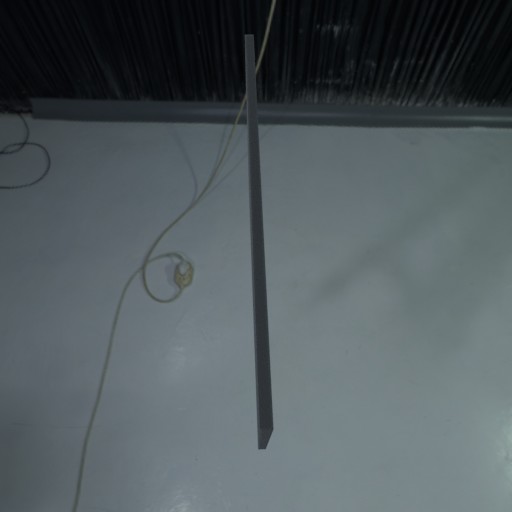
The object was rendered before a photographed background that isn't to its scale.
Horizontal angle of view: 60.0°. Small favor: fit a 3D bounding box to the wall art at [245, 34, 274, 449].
[{"bbox_3d":[0.000,0.000,1.240,0.049,0.659,0.964,0,64,0],"label":"wall art"}]
